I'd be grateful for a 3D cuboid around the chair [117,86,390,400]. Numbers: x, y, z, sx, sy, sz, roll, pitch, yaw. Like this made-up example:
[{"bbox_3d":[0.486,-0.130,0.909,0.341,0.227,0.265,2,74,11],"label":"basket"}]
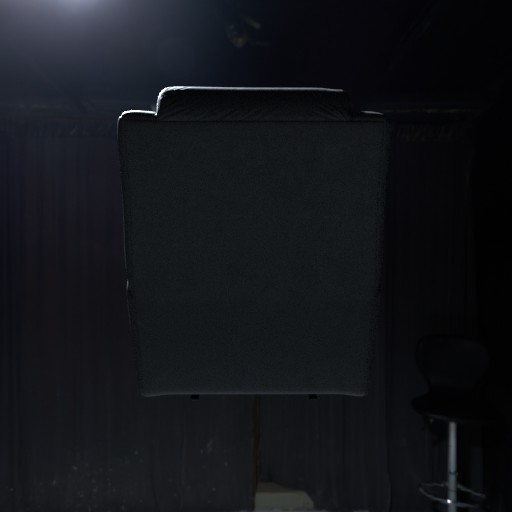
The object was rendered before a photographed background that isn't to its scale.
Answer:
[{"bbox_3d":[0.000,0.000,1.907,0.967,1.116,1.068,0,0,0],"label":"chair"}]
